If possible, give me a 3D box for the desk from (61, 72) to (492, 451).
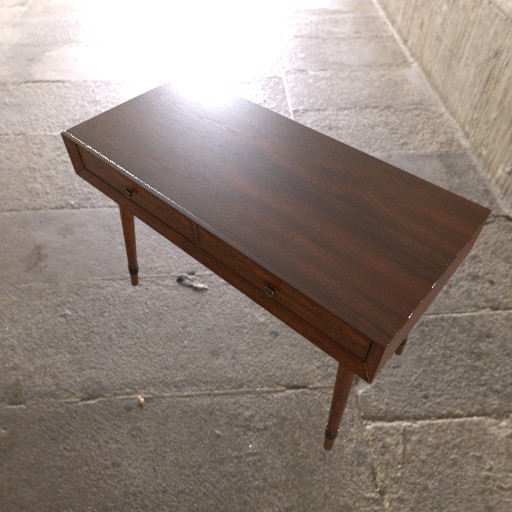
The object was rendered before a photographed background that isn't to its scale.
[{"bbox_3d":[0.000,0.000,2.110,1.577,1.031,0.734,33,56,26],"label":"desk"}]
